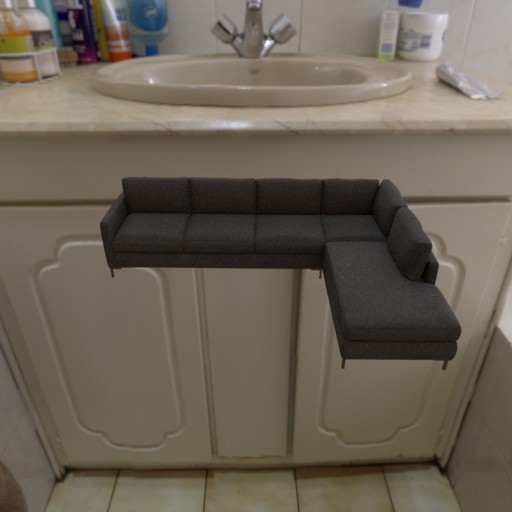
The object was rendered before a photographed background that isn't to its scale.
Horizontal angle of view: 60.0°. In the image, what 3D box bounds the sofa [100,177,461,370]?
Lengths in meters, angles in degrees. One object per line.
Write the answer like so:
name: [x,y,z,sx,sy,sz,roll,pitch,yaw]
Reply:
sofa: [0.000,0.000,3.956,2.949,0.815,2.007,1,31,1]
